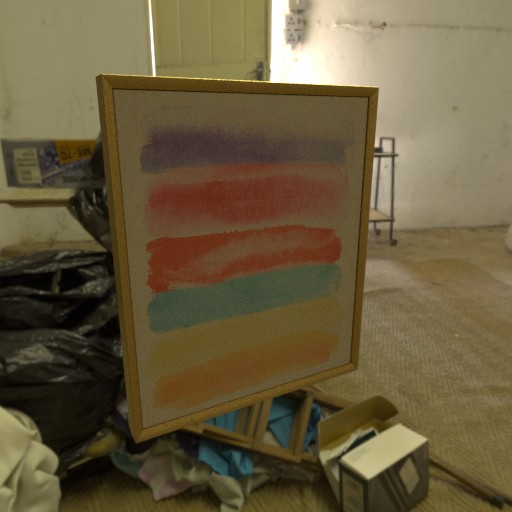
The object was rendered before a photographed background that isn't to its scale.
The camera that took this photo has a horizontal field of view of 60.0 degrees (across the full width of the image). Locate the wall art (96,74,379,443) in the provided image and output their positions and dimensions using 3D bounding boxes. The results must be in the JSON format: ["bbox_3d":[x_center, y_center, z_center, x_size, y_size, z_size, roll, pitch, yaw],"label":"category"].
[{"bbox_3d":[0.000,0.000,0.878,0.537,0.642,0.048,-9,19,-27],"label":"wall art"}]
